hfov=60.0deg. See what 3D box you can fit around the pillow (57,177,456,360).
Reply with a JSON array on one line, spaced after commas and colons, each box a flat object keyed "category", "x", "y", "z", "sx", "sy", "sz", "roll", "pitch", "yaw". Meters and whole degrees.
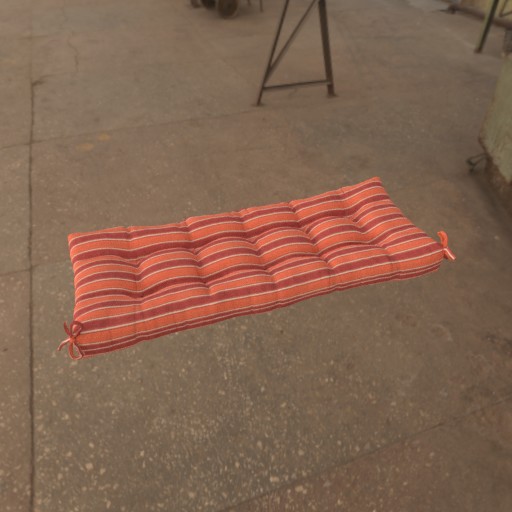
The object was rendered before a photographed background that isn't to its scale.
[{"category": "pillow", "x": 0.000, "y": 0.000, "z": 1.389, "sx": 1.194, "sy": 0.174, "sz": 0.511, "roll": -12, "pitch": 43, "yaw": -13}]
